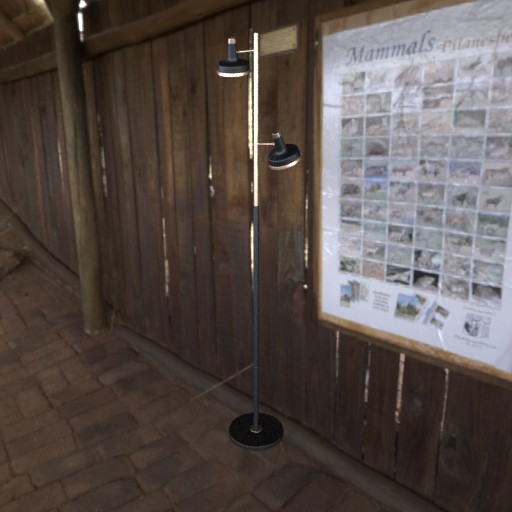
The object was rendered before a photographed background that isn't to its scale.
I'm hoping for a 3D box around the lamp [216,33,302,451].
[{"bbox_3d":[0.000,0.000,1.824,0.351,1.674,0.253,7,16,26],"label":"lamp"}]
